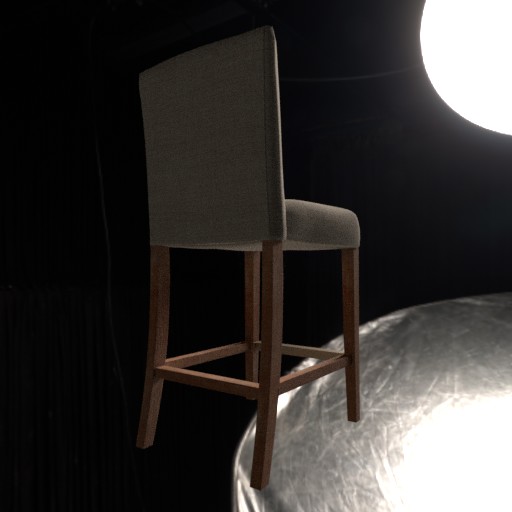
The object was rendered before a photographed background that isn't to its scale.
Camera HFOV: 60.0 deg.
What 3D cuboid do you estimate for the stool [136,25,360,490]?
[{"bbox_3d":[0.000,0.000,1.319,0.454,1.039,0.567,-1,-1,35],"label":"stool"}]
